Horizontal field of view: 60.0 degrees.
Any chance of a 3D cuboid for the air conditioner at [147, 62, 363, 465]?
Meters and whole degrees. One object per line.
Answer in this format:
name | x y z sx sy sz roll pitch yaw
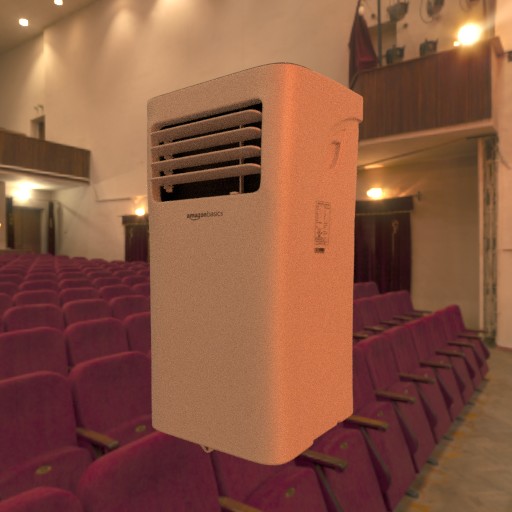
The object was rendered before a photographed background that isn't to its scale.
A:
air conditioner | 0.000 0.000 0.934 0.352 0.716 0.369 0 0 35
